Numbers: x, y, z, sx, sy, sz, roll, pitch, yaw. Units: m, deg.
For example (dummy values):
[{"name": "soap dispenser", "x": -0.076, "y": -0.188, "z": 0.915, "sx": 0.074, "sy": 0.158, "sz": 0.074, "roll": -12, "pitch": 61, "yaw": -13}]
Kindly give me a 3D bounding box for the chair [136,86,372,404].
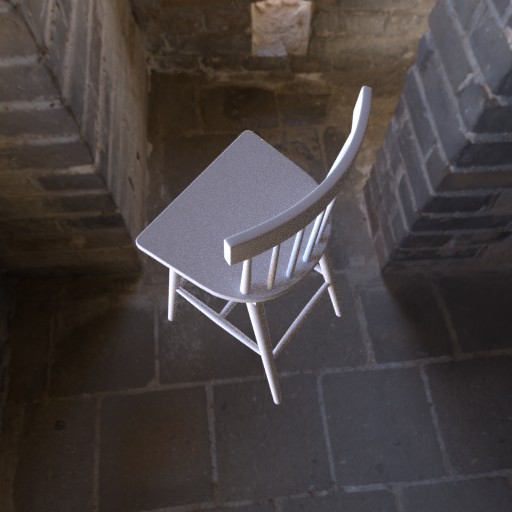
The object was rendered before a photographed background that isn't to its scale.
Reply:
[{"name": "chair", "x": 0.000, "y": 0.000, "z": 1.353, "sx": 0.572, "sy": 1.092, "sz": 0.483, "roll": 34, "pitch": 68, "yaw": 16}]
